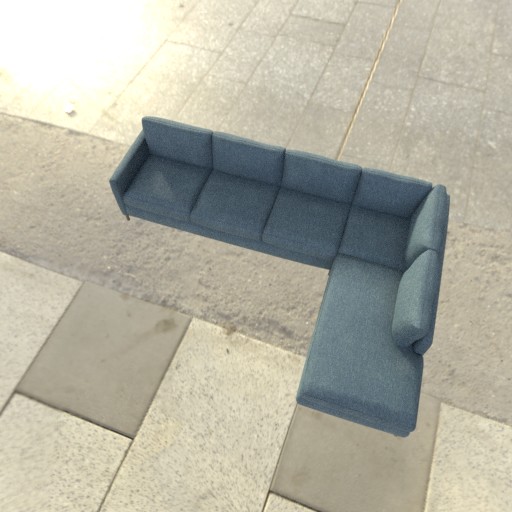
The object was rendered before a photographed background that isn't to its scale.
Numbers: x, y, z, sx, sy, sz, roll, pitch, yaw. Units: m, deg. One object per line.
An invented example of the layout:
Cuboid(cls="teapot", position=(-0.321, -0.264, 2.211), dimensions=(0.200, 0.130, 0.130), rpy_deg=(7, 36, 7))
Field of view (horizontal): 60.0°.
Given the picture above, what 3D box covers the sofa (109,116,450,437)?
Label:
Cuboid(cls="sofa", position=(0.000, 0.000, 3.732), dimensions=(2.949, 0.815, 2.007), rpy_deg=(16, 59, 10))
